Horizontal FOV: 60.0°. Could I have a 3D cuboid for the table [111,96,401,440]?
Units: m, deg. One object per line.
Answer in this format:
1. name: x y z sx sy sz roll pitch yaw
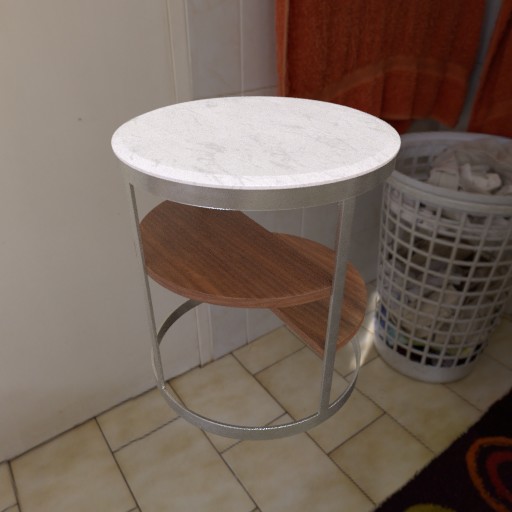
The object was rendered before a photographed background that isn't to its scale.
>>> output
1. table: 0.000 0.000 0.762 0.407 0.447 0.407 0 32 0
